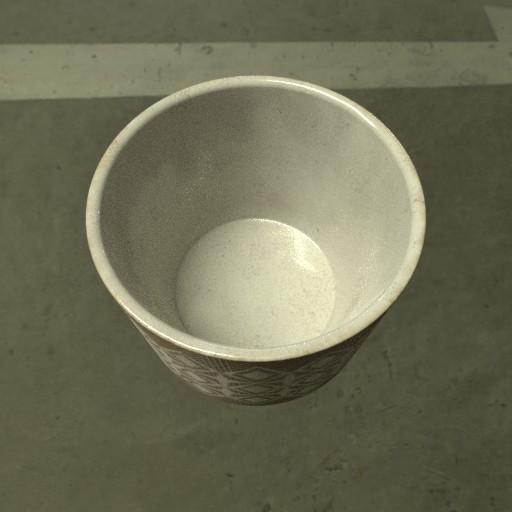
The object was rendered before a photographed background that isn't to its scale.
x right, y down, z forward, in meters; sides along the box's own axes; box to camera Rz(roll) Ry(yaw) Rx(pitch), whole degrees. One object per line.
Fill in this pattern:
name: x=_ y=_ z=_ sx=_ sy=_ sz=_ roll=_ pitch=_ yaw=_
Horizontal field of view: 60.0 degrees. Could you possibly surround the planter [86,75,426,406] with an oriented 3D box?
planter: x=0.000 y=0.000 z=0.213 sx=0.126 sy=0.104 sz=0.126 roll=0 pitch=63 yaw=0
